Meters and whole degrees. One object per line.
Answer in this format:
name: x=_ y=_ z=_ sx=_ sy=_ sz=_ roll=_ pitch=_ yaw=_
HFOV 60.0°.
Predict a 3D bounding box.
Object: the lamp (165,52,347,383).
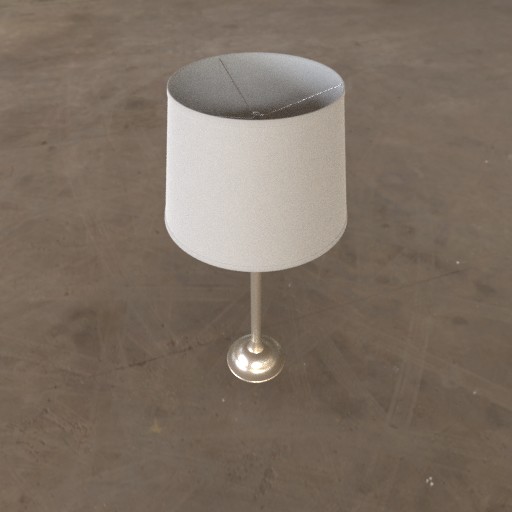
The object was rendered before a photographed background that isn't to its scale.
lamp: x=0.000 y=0.000 z=0.891 sx=0.331 sy=0.698 sz=0.331 roll=0 pitch=42 yaw=0
